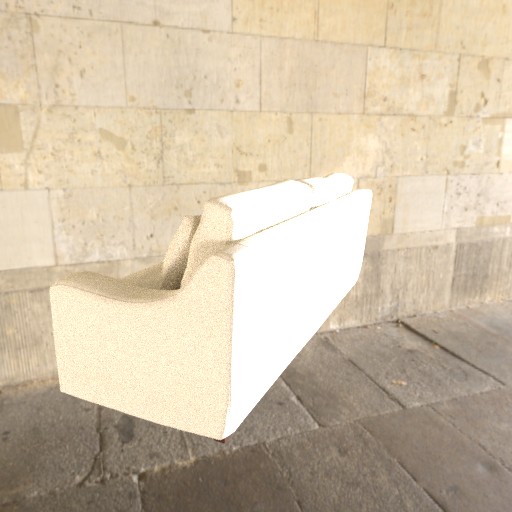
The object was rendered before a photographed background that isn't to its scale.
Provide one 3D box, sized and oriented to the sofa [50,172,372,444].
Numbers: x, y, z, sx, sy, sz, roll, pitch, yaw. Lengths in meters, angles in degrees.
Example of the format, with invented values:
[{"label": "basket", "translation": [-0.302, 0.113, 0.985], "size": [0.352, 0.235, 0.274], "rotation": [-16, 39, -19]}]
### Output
[{"label": "sofa", "translation": [0.000, 0.000, 2.928], "size": [1.009, 1.022, 2.470], "rotation": [7, 16, 24]}]
